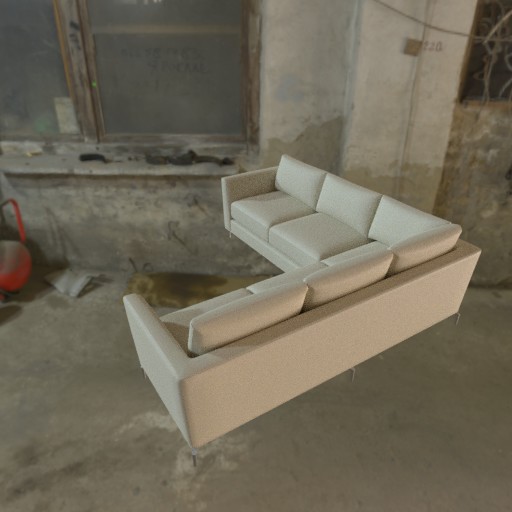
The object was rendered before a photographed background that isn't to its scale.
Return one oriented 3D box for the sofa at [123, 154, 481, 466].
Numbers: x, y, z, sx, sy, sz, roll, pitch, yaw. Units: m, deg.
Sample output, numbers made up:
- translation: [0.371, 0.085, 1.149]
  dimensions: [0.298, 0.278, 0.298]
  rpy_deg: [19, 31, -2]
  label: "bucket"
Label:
- translation: [0.000, 0.000, 3.698]
  dimensions: [2.448, 0.867, 2.430]
  rpy_deg: [-18, 34, -28]
  label: "sofa"
